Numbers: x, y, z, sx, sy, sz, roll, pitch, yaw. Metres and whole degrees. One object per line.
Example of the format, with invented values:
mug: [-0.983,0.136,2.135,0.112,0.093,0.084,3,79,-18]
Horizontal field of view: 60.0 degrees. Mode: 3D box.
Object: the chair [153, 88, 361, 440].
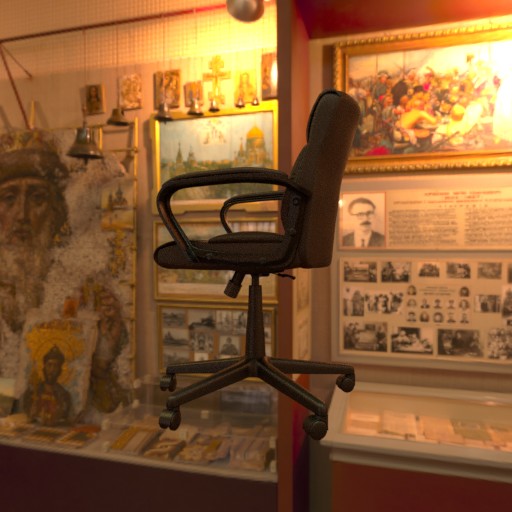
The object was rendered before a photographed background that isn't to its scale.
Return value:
chair: [0.000,0.000,1.559,0.717,1.004,0.739,0,1,18]
